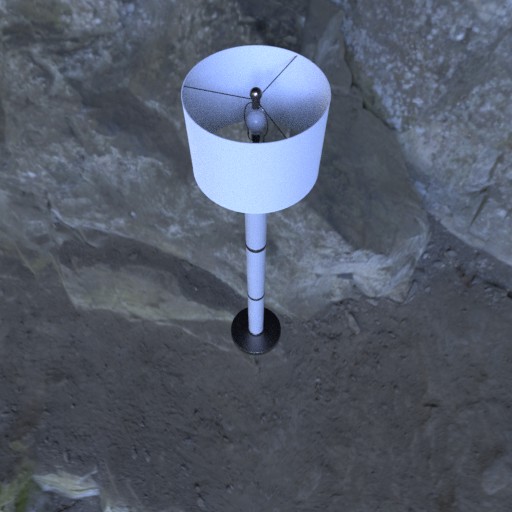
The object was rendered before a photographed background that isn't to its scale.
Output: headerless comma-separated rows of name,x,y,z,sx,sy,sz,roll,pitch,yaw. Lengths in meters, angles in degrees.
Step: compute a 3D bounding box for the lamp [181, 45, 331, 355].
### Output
lamp,0.000,0.000,1.786,0.377,1.599,0.377,32,64,18
